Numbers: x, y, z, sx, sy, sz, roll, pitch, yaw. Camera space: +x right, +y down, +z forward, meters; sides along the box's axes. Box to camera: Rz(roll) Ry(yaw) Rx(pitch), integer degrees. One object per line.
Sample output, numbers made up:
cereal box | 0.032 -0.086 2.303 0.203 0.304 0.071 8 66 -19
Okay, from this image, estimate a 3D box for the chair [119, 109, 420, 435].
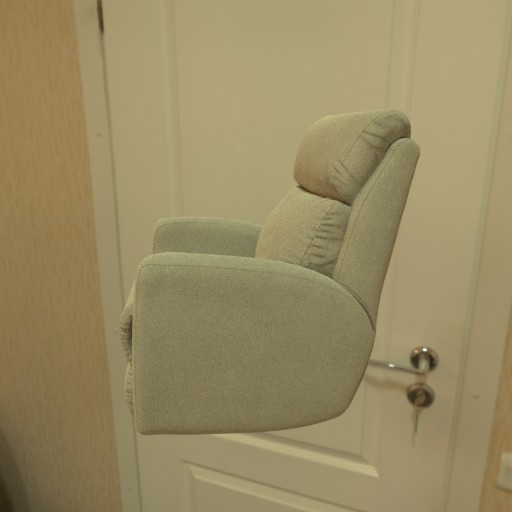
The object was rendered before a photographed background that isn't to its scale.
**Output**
chair | 0.000 0.000 1.646 0.940 1.021 0.794 -2 15 -8
